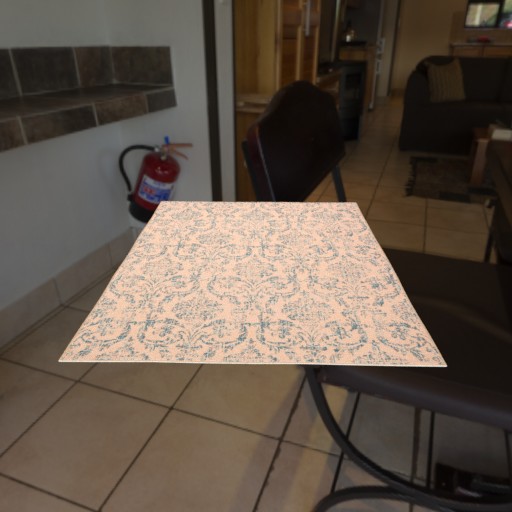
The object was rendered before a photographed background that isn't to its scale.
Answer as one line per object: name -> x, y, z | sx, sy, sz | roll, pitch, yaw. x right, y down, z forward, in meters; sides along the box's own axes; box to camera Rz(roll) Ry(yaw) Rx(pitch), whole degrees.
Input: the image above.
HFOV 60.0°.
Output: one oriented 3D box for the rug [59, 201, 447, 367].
rug -> 0.000, 0.000, 4.027 | 2.363, 0.012, 2.980 | 0, 26, 1
